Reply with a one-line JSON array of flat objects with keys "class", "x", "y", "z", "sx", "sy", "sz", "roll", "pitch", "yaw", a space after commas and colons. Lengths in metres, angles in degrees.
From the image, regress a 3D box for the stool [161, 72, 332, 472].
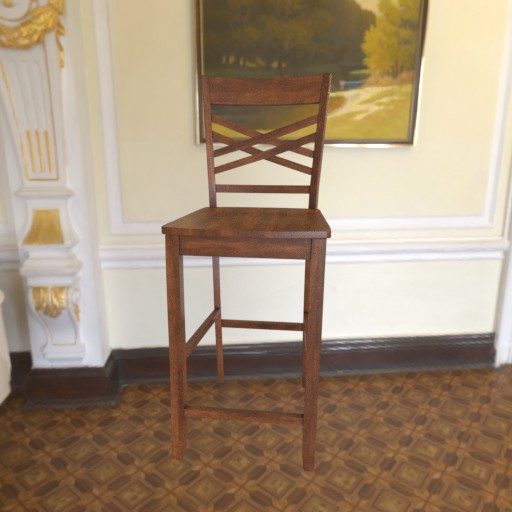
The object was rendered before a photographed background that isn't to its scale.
[{"class": "stool", "x": 0.000, "y": 0.000, "z": 1.346, "sx": 0.426, "sy": 1.098, "sz": 0.504, "roll": 2, "pitch": 14, "yaw": 7}]
